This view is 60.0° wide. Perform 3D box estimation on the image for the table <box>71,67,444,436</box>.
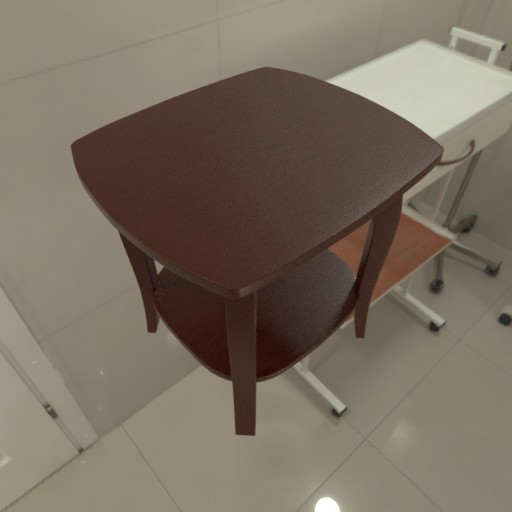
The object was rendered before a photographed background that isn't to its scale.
[{"bbox_3d":[0.000,0.000,0.865,0.502,0.496,0.433,-33,54,-27],"label":"table"}]
